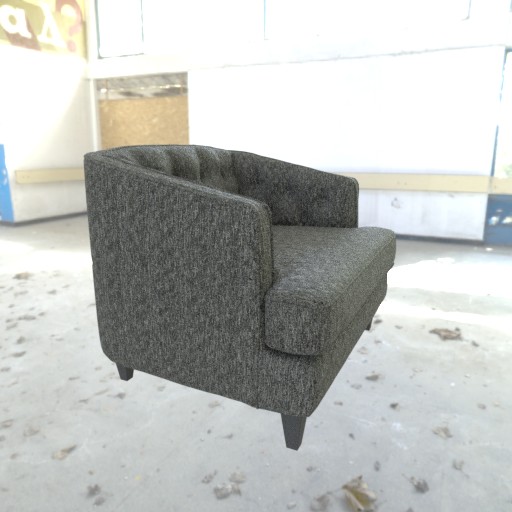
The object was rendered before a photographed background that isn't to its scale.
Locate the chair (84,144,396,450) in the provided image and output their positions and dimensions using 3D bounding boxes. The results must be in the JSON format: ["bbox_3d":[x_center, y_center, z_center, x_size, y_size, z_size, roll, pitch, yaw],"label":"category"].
[{"bbox_3d":[0.000,0.000,1.747,0.941,0.852,1.104,7,16,25],"label":"chair"}]
